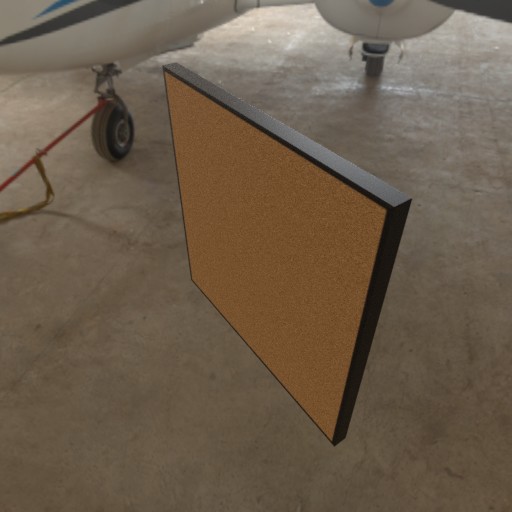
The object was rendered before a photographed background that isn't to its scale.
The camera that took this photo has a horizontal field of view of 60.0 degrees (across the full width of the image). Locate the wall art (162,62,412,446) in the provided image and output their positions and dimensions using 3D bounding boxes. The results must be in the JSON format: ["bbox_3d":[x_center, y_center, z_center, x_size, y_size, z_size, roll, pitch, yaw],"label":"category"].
[{"bbox_3d":[0.000,0.000,0.772,0.028,0.511,0.513,-25,47,-26],"label":"wall art"}]
